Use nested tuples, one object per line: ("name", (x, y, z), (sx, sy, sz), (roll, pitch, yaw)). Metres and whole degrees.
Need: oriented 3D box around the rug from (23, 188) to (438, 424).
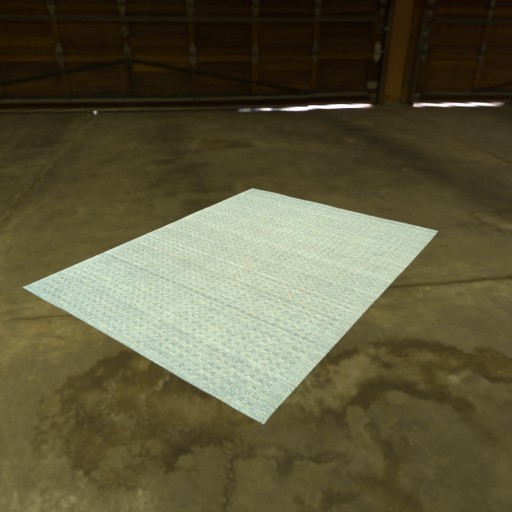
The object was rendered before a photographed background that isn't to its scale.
("rug", (0.000, 0.000, 4.171), (2.443, 0.007, 3.200), (18, 32, 32))
